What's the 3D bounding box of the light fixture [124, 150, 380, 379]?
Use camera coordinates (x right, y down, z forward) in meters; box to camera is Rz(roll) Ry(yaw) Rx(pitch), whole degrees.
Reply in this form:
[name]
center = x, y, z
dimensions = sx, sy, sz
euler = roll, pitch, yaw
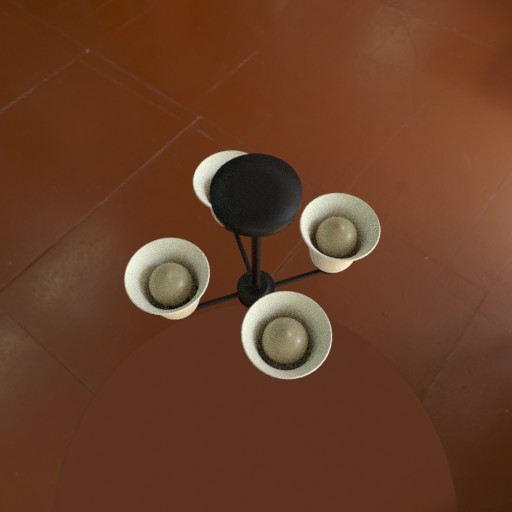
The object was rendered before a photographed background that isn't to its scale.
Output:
[light fixture]
center = 0.000, 0.000, 1.844
dimensions = 1.069, 0.925, 1.069
euler = -16, 63, -8
